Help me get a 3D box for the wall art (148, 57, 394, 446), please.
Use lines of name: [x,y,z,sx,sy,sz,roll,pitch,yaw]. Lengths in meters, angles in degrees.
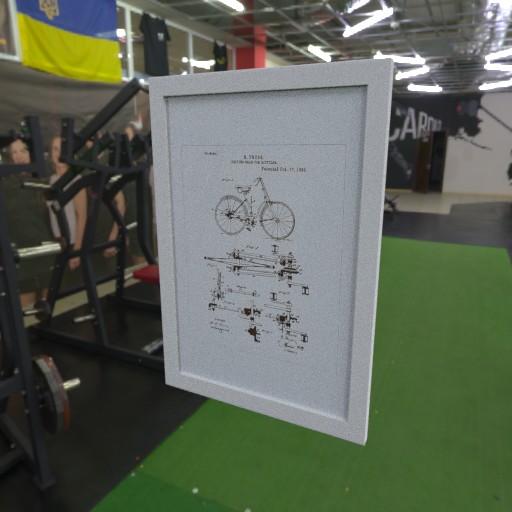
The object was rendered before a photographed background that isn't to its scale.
wall art: [0.000,0.000,0.609,0.332,0.477,0.015,7,16,27]
